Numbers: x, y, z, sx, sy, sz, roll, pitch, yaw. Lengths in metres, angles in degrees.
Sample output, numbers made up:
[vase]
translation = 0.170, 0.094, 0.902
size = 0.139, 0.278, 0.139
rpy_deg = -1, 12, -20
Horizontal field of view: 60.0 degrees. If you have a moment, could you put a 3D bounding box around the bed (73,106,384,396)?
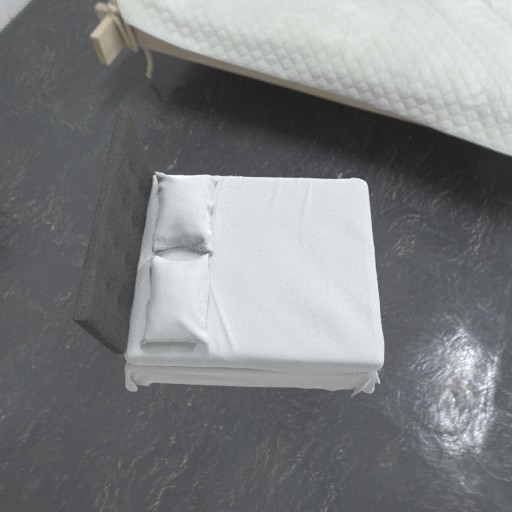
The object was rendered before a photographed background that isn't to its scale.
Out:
[bed]
translation = 0.000, 0.000, 3.555
size = 2.222, 1.577, 1.936
rpy_deg = 2, 65, 1
